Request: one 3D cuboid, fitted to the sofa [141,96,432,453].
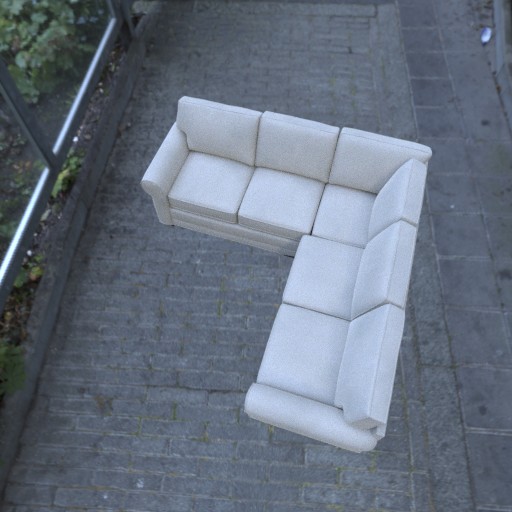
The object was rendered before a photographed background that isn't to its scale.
[{"bbox_3d":[0.000,0.000,3.822,2.487,1.054,2.569,15,60,9],"label":"sofa"}]
